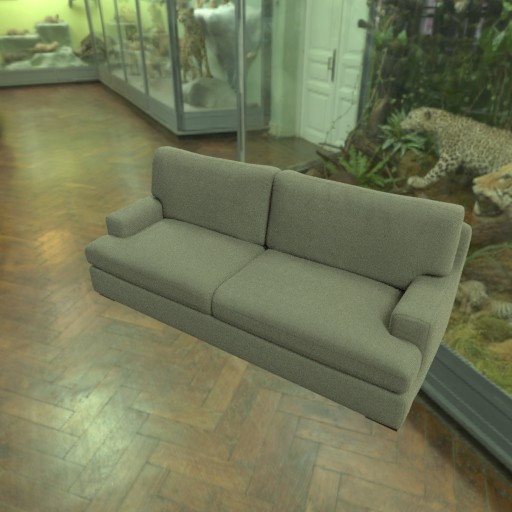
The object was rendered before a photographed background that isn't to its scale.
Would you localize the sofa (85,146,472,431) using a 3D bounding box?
[{"bbox_3d":[0.000,0.000,2.880,2.354,0.980,0.962,18,34,28],"label":"sofa"}]
